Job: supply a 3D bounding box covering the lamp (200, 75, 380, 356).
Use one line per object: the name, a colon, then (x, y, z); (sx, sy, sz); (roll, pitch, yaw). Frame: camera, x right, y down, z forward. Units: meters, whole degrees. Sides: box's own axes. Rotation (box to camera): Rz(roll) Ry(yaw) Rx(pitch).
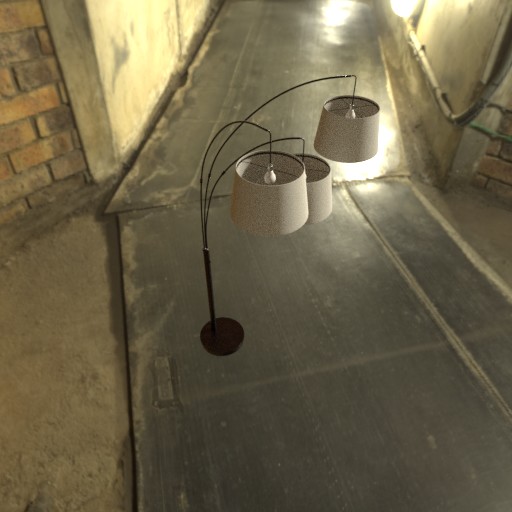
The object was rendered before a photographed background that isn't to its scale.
lamp: (0.000, 0.000, 2.496); (0.924, 1.950, 0.951); (27, 49, 27)
